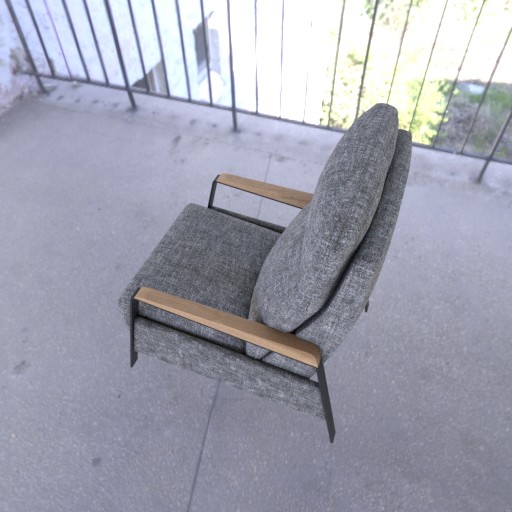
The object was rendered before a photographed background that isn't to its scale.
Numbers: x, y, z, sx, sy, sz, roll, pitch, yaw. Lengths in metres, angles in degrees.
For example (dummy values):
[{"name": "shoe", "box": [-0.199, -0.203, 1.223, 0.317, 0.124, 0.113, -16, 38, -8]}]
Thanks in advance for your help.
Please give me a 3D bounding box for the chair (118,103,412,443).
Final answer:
[{"name": "chair", "box": [0.000, 0.000, 1.570, 0.868, 1.042, 0.671, 16, 50, 14]}]
